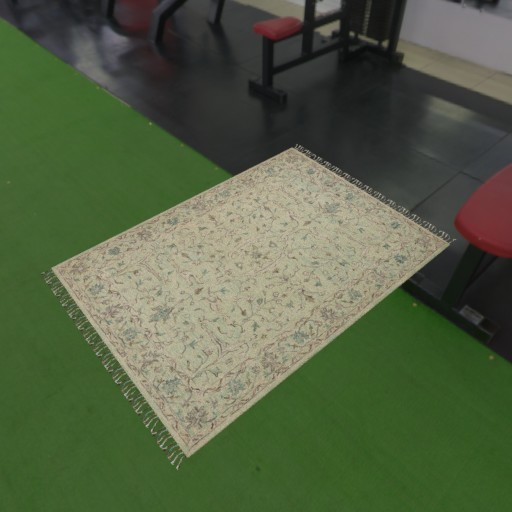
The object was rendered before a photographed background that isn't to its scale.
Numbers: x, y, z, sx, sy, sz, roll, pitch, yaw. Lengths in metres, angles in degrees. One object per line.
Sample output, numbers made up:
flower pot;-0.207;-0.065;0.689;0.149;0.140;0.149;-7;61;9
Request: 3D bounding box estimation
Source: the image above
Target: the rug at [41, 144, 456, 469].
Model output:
rug;0.000;0.000;2.306;1.802;0.008;1.247;-32;54;-27
